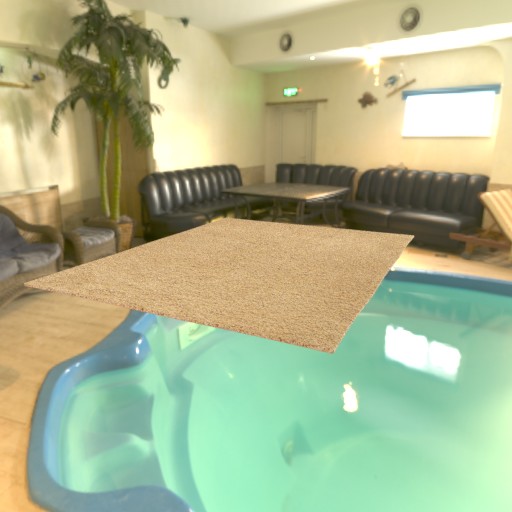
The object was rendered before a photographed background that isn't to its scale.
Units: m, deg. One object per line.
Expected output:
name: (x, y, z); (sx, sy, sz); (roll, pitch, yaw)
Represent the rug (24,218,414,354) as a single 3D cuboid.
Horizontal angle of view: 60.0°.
rug: (0.000, 0.000, 4.110); (2.400, 0.025, 3.000); (8, 17, 26)
